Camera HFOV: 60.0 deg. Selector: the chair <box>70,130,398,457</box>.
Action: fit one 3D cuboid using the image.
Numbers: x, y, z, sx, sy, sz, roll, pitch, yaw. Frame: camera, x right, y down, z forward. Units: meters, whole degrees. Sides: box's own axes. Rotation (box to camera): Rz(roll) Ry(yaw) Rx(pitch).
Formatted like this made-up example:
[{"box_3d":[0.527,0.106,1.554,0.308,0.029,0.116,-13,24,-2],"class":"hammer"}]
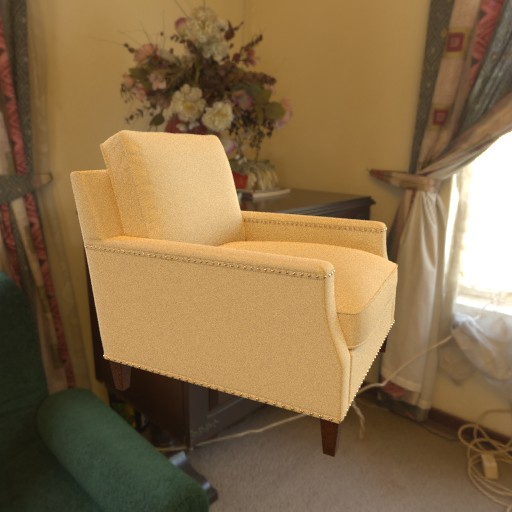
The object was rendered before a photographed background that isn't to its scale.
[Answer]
[{"box_3d":[0.000,0.000,1.737,1.014,0.943,0.853,7,15,26],"class":"chair"}]
